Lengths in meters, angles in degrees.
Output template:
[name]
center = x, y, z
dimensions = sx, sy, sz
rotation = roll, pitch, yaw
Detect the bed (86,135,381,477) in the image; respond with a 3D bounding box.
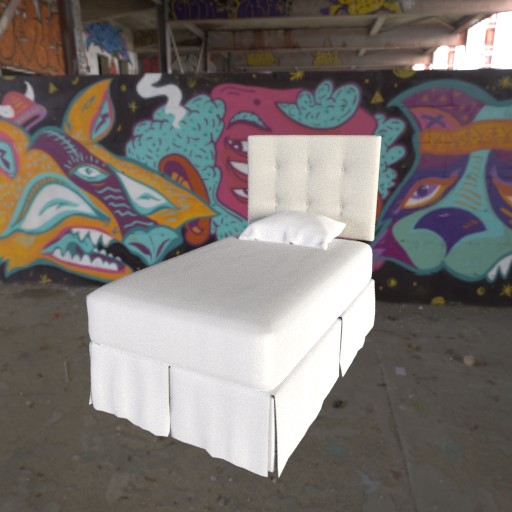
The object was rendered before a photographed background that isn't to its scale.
[bed]
center = 0.000, 0.000, 2.993
dimensions = 1.261, 1.571, 1.997
rotation = 8, 17, 27
